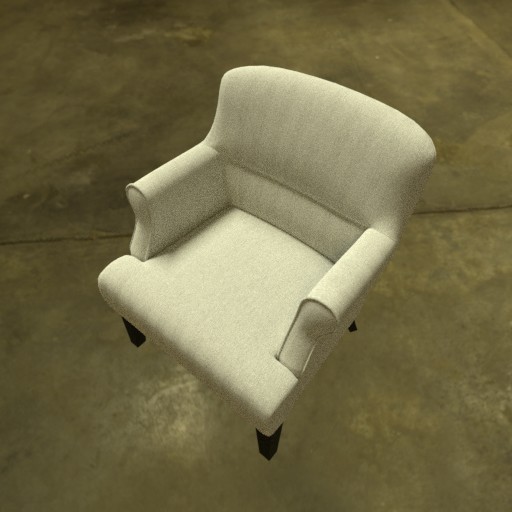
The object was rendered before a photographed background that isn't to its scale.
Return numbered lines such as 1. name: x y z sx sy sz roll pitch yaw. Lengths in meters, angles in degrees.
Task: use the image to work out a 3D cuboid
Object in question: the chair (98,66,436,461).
1. chair: 0.000 0.000 1.406 0.781 0.875 0.750 32 55 26
